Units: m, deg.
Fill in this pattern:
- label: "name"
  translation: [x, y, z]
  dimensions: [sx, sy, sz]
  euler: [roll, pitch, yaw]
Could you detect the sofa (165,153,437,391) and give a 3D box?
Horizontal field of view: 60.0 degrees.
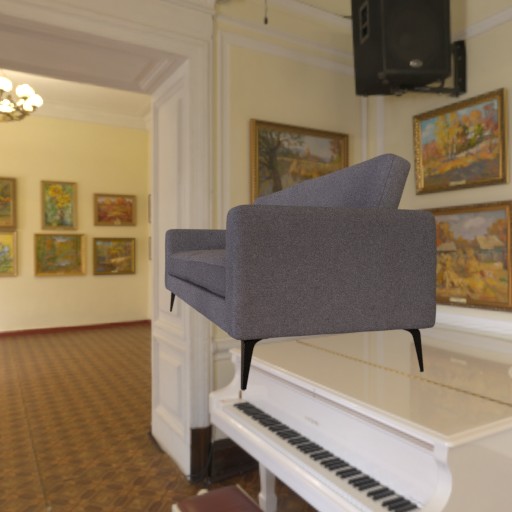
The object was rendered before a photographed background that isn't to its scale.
- label: "sofa"
  translation: [0.000, 0.000, 2.398]
  dimensions: [0.774, 0.828, 1.925]
  euler: [0, 1, -18]
